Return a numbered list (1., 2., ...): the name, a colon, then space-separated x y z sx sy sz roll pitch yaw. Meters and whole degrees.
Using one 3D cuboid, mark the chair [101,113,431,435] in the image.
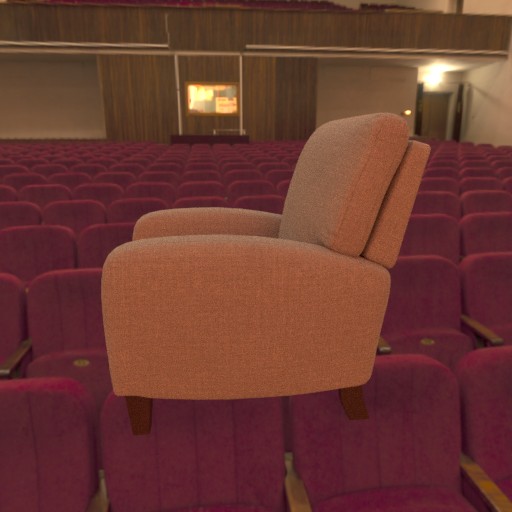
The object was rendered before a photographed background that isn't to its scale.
1. chair: 0.000 0.000 1.649 0.990 0.990 0.762 -2 14 -6
